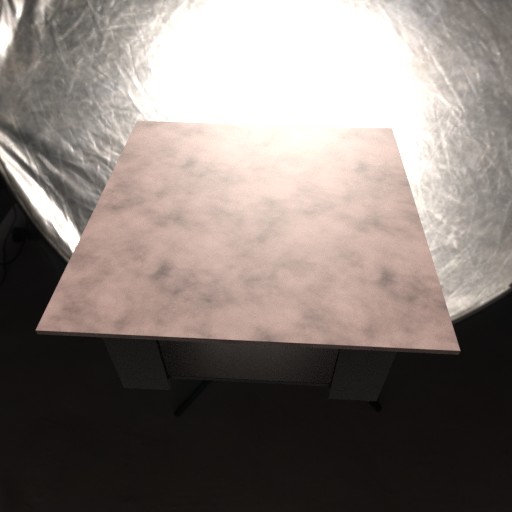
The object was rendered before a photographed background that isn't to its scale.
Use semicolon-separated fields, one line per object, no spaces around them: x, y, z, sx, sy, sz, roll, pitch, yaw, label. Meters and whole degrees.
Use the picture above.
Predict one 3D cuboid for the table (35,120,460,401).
0.000;0.000;1.038;0.670;0.305;0.670;2;46;2;table
